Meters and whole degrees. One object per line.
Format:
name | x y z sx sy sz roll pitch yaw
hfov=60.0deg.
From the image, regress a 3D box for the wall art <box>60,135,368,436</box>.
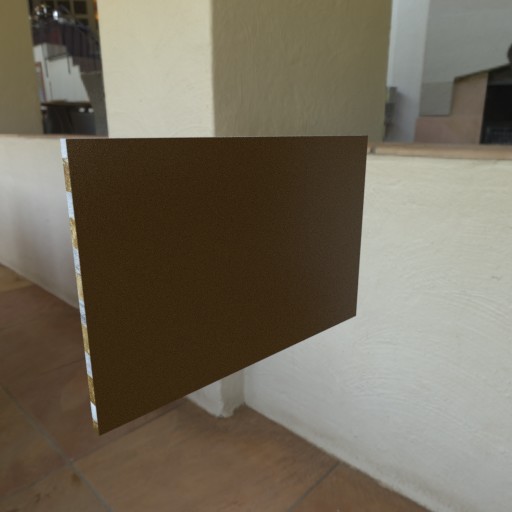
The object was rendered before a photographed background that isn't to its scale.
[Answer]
wall art | 0.000 0.000 1.172 0.932 0.610 0.027 -14 21 -41
